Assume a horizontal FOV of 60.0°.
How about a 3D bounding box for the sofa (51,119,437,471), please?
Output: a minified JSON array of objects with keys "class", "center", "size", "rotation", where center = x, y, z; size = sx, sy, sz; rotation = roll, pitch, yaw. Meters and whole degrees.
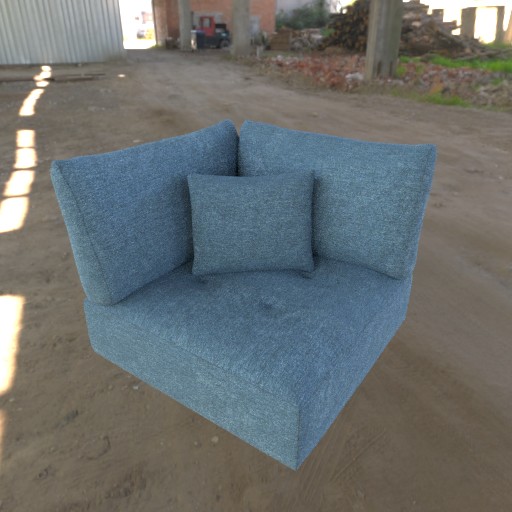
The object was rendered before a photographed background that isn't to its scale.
[{"class":"sofa","center":[0.000,0.000,1.717],"size":[1.000,0.820,1.000],"rotation":[18,32,31]}]
